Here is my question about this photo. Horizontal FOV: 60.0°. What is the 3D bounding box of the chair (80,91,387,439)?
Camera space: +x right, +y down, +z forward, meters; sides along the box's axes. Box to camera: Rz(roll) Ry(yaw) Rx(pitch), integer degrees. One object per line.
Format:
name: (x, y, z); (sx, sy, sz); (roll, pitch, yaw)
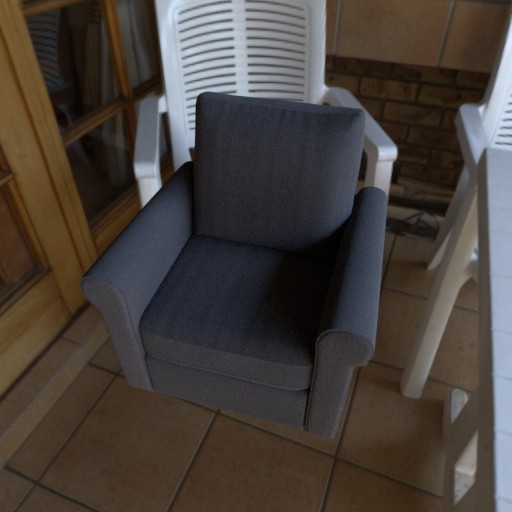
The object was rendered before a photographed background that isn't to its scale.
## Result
chair: (0.000, 0.000, 1.604); (0.867, 0.942, 0.828); (11, 42, 12)
